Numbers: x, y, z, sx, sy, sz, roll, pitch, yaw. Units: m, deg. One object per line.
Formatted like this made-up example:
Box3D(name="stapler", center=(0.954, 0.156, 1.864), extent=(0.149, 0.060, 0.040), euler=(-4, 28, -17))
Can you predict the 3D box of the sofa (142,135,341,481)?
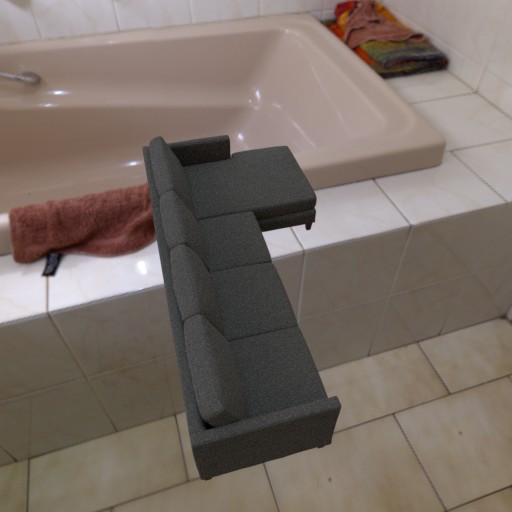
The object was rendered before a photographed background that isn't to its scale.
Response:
Box3D(name="sofa", center=(0.000, 0.000, 3.888), extent=(1.625, 0.846, 3.186), euler=(-11, 48, -10))
